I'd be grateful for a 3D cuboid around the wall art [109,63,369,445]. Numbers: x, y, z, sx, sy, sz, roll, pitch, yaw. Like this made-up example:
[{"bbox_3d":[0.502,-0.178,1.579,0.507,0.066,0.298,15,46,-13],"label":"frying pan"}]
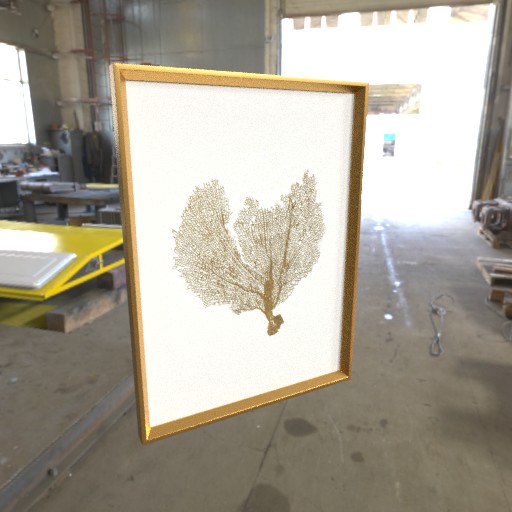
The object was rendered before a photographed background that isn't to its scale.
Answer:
[{"bbox_3d":[0.000,0.000,1.065,0.610,0.812,0.038,-8,17,-27],"label":"wall art"}]
